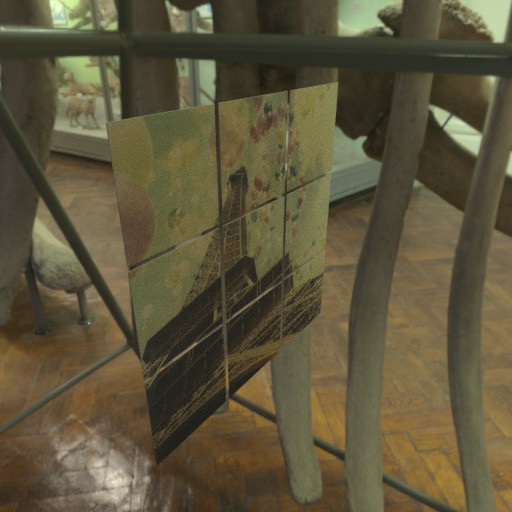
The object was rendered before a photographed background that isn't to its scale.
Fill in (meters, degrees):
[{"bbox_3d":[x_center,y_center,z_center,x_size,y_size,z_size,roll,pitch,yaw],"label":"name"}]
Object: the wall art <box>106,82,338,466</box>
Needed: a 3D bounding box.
[{"bbox_3d":[0.000,0.000,2.207,0.002,1.505,1.517,18,32,32],"label":"wall art"}]
